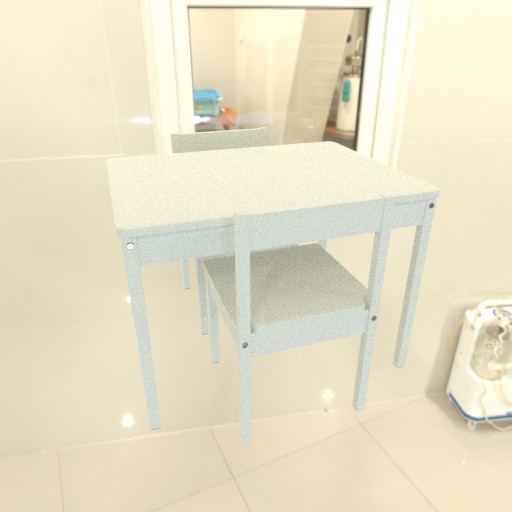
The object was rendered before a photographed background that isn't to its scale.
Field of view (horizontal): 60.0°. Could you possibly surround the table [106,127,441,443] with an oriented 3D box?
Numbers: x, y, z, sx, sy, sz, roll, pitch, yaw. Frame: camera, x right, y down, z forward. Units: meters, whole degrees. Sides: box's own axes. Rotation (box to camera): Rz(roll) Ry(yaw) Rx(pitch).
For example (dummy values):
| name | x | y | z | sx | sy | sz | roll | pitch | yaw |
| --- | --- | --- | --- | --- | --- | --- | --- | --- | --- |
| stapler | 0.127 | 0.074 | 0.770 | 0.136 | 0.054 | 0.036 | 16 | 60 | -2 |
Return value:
| name | x | y | z | sx | sy | sz | roll | pitch | yaw |
| --- | --- | --- | --- | --- | --- | --- | --- | --- | --- |
| table | 0.000 | 0.000 | 1.121 | 0.650 | 0.503 | 0.672 | -9 | 28 | -17 |
